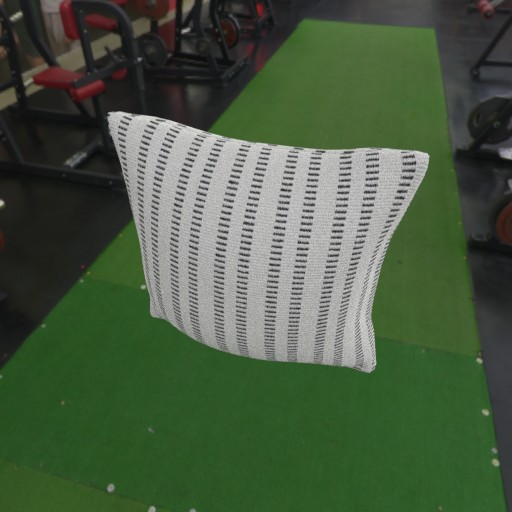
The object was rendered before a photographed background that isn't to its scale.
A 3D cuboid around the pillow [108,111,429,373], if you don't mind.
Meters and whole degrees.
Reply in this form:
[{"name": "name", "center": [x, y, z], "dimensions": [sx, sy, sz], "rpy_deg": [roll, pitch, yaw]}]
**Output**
[{"name": "pillow", "center": [0.000, 0.000, 0.700], "dimensions": [0.438, 0.419, 0.247], "rpy_deg": [12, 41, 14]}]
